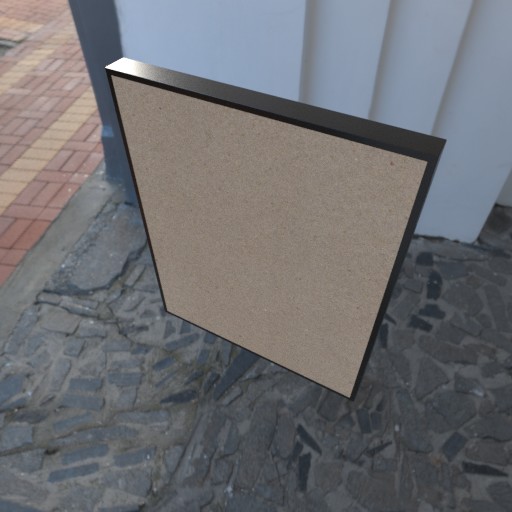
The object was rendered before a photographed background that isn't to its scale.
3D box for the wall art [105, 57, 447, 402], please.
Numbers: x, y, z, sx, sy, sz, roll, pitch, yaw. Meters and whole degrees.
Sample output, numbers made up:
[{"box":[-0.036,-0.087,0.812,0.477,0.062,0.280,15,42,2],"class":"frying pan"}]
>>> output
[{"box":[0.000,0.000,0.738,0.448,0.551,0.038,22,50,19],"class":"wall art"}]
